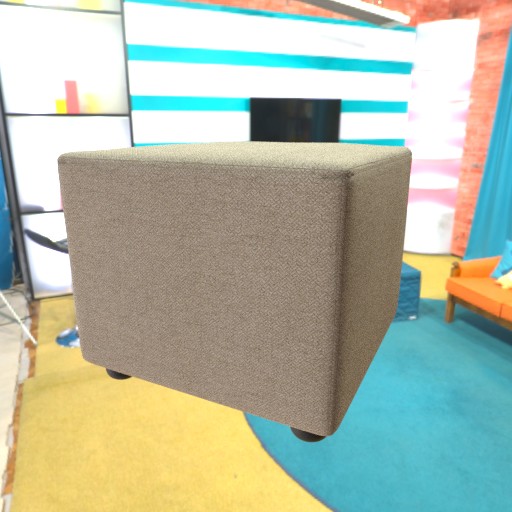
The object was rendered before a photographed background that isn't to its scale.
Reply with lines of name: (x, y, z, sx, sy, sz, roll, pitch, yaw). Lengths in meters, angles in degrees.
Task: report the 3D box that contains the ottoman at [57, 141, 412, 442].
ottoman: (0.000, 0.000, 0.881, 0.508, 0.432, 0.508, 8, 18, 26)
